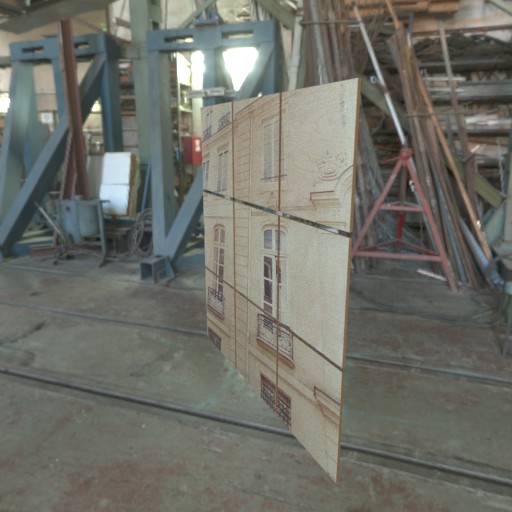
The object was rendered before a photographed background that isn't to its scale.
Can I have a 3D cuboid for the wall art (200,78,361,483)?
[{"bbox_3d":[0.000,0.000,2.254,0.023,1.522,1.526,-7,16,-25],"label":"wall art"}]
